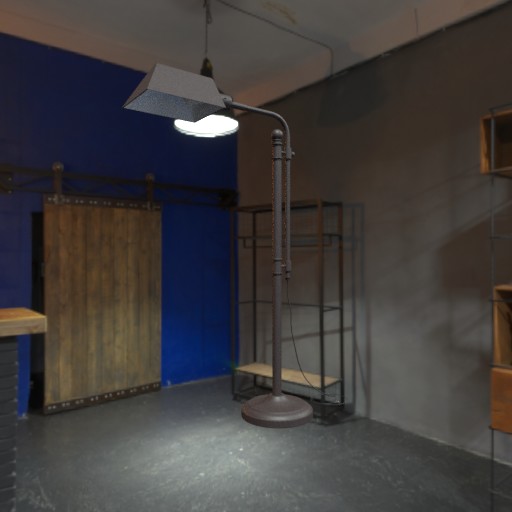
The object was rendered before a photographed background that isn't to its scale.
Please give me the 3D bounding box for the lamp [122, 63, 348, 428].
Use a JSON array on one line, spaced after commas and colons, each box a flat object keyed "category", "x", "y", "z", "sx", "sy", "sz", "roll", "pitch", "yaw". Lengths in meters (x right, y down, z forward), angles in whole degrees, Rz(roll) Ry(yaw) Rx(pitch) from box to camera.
[{"category": "lamp", "x": 0.000, "y": 0.000, "z": 0.953, "sx": 0.545, "sy": 0.708, "sz": 0.159, "roll": 0, "pitch": 0, "yaw": -37}]
